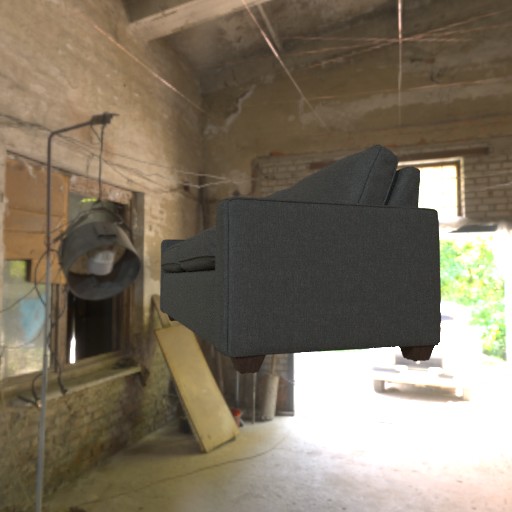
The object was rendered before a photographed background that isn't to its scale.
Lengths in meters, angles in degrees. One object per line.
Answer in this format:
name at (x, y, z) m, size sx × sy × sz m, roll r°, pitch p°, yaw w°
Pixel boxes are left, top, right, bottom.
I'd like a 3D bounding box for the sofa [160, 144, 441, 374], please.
sofa at (0.000, 0.000, 2.610) m, size 0.940 × 0.919 × 2.080 m, roll 1°, pitch -3°, yaw -18°
